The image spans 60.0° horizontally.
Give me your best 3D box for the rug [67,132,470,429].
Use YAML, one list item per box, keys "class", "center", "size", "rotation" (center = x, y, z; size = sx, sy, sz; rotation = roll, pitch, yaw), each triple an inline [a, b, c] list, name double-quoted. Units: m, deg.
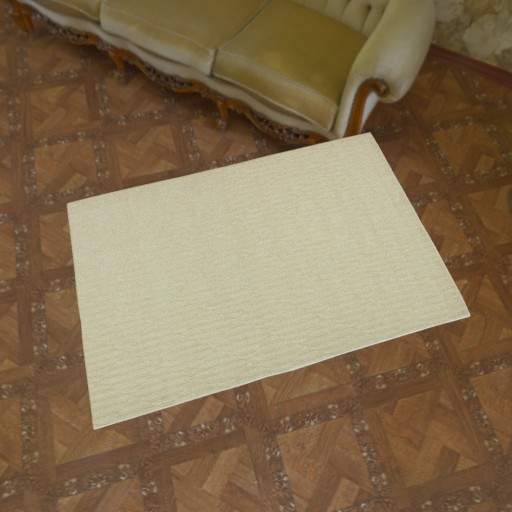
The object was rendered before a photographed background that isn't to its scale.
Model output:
- class: "rug"
  center: [0.000, 0.000, 2.324]
  size: [1.848, 0.014, 1.238]
  rotation: [-15, 64, -7]
